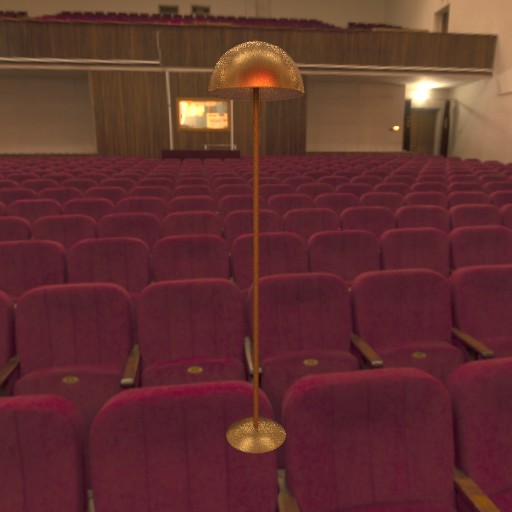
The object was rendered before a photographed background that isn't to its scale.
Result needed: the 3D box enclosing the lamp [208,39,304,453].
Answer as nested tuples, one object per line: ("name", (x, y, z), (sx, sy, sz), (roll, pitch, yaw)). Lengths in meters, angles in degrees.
("lamp", (0.000, 0.000, 1.641), (0.328, 1.480, 0.328), (-2, 12, -8))
